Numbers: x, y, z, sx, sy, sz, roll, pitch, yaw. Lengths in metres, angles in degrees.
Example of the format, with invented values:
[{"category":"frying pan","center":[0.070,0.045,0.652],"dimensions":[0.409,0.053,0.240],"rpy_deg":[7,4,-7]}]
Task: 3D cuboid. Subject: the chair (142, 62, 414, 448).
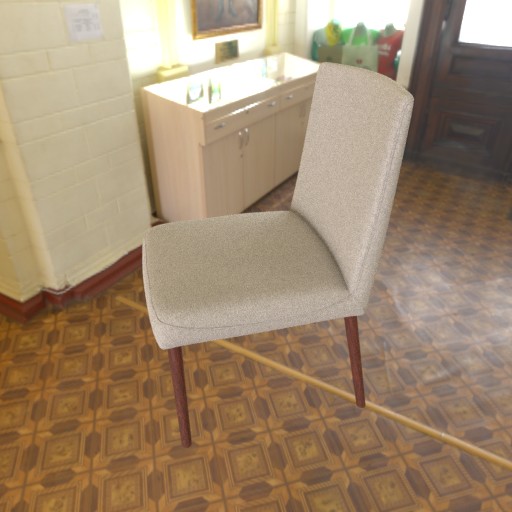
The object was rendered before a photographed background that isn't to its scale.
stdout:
[{"category":"chair","center":[0.000,0.000,1.135],"dimensions":[0.570,0.859,0.456],"rpy_deg":[-8,32,-13]}]
